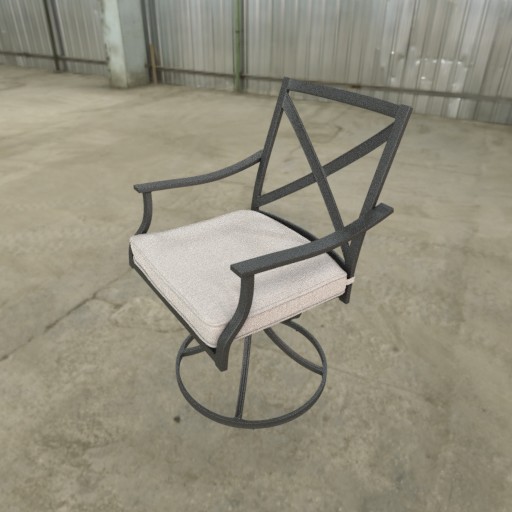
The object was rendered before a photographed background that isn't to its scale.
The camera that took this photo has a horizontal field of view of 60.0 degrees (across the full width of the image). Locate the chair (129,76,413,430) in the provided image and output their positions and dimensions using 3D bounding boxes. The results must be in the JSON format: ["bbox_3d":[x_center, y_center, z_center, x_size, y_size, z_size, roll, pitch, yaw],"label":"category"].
[{"bbox_3d":[0.000,0.000,1.328,0.620,0.889,0.575,-20,37,-29],"label":"chair"}]
